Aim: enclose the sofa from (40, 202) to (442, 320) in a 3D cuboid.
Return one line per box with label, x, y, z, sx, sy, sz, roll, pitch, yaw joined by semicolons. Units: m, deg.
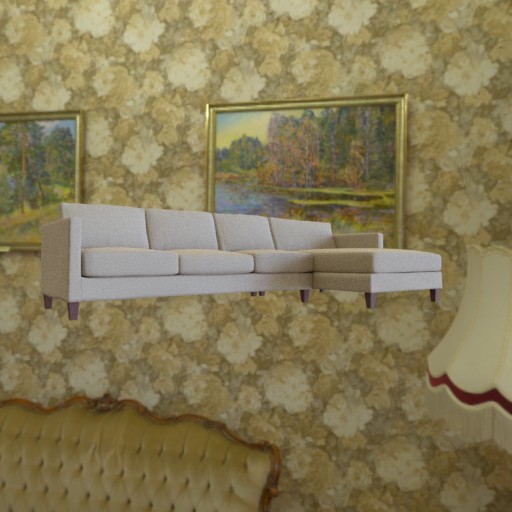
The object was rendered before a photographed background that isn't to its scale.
sofa;0.000;0.000;3.890;3.186;0.861;1.625;0;0;-36
